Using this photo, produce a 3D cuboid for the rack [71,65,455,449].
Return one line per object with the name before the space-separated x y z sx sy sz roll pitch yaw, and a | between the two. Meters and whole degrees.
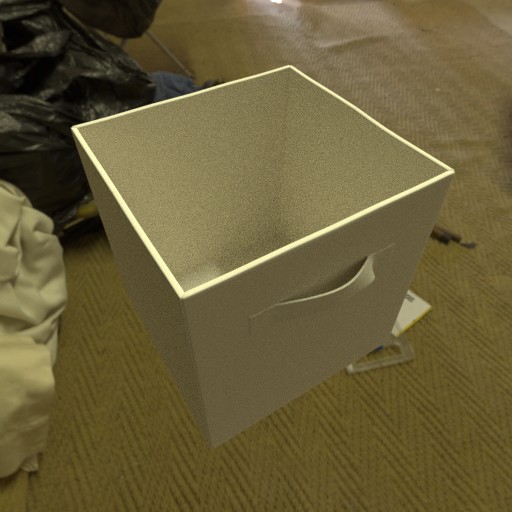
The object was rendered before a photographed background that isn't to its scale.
rack | 0.000 0.000 0.508 0.270 0.280 0.270 -25 52 -21
